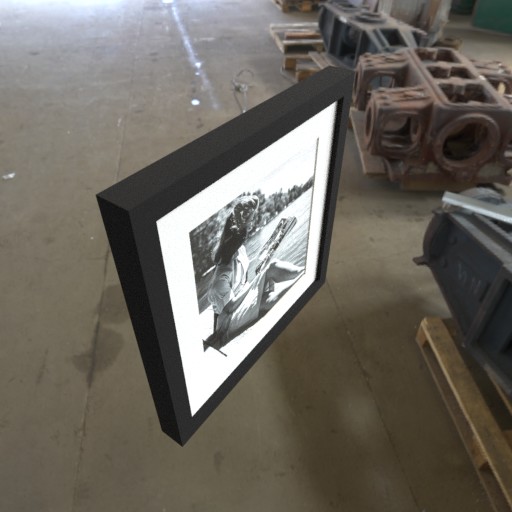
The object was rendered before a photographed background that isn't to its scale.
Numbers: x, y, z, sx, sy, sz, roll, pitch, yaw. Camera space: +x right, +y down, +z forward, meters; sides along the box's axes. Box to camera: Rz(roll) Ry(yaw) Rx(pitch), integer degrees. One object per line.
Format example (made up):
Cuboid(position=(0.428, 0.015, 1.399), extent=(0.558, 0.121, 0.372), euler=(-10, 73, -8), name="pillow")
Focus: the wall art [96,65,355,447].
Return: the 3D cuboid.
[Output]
Cuboid(position=(0.000, 0.000, 0.471), extent=(0.030, 0.305, 0.308), euler=(25, 47, 26), name="wall art")
